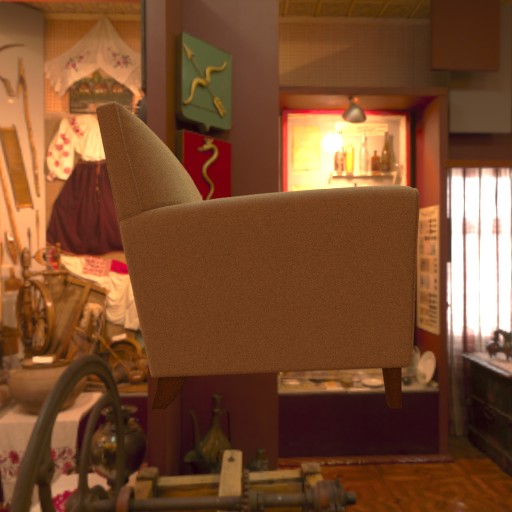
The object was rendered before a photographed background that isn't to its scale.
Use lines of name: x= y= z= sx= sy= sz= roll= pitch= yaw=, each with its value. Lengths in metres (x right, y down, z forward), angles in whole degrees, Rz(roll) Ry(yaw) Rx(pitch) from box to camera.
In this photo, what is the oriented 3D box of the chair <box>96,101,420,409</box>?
chair: x=0.000 y=0.000 z=1.580 sx=0.871 sy=0.846 sz=0.840 roll=0 pitch=0 yaw=0
